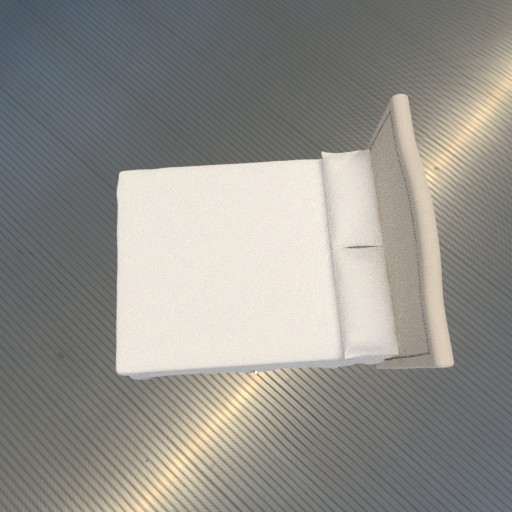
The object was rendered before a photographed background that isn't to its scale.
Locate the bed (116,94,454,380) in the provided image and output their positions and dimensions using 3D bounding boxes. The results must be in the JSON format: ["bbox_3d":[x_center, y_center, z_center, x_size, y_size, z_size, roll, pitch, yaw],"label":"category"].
[{"bbox_3d":[0.000,0.000,3.284,2.143,1.460,1.753,-4,75,-1],"label":"bed"}]
